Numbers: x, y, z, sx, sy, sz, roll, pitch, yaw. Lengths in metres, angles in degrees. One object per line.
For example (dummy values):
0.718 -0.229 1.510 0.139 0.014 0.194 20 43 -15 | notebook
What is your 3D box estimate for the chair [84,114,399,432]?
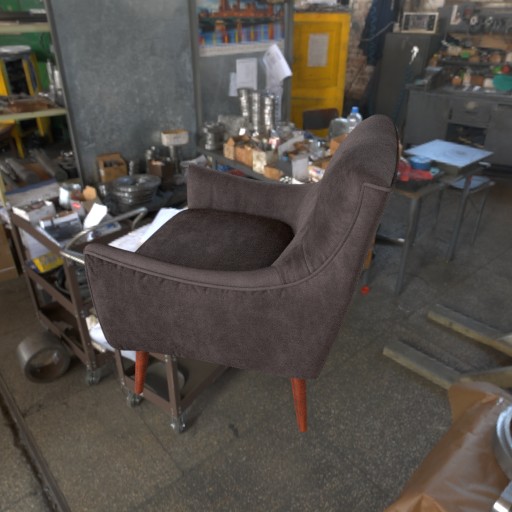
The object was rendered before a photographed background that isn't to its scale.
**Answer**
0.000 0.000 1.454 0.787 0.838 0.762 8 31 13 | chair
